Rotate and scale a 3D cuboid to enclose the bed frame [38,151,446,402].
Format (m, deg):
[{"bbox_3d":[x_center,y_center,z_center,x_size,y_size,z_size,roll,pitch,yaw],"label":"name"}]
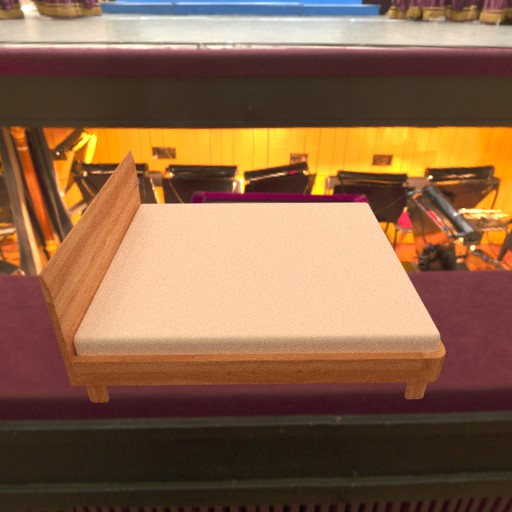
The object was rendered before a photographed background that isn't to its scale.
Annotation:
[{"bbox_3d":[0.000,0.000,3.150,2.092,0.940,1.872,0,31,-1],"label":"bed frame"}]
